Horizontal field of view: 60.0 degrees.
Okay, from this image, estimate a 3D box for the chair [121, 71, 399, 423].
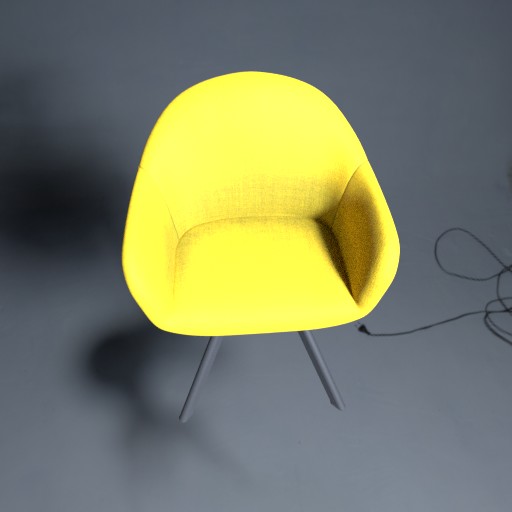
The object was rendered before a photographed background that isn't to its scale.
[{"bbox_3d":[0.000,0.000,1.203,0.590,0.795,0.550,-3,47,-3],"label":"chair"}]
